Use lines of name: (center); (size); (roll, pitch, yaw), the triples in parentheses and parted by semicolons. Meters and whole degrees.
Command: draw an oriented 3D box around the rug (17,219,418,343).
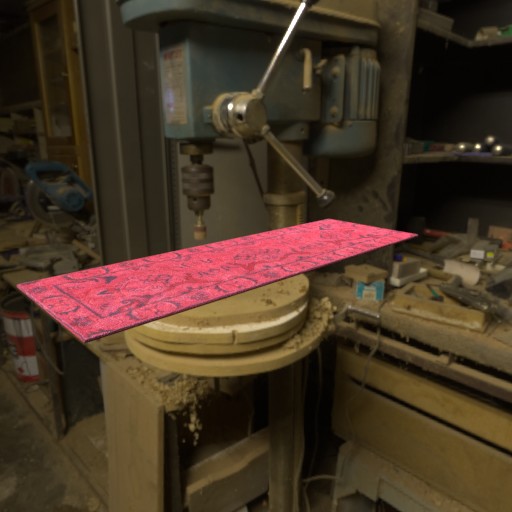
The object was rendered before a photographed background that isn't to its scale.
rug: (0.000, 0.000, 2.674); (2.439, 0.018, 0.813); (-14, 21, -41)
